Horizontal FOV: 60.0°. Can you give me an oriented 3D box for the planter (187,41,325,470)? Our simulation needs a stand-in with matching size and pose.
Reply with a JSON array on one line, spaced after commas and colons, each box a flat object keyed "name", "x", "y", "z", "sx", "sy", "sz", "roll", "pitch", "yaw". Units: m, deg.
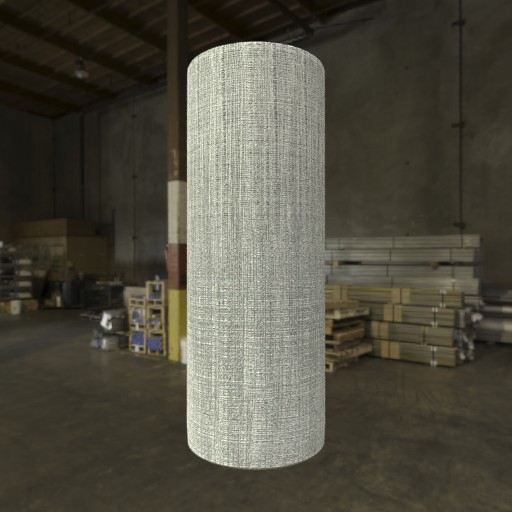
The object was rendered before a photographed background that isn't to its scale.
[{"name": "planter", "x": 0.000, "y": 0.000, "z": 0.326, "sx": 0.100, "sy": 0.270, "sz": 0.100, "roll": 0, "pitch": 0, "yaw": 36}]
